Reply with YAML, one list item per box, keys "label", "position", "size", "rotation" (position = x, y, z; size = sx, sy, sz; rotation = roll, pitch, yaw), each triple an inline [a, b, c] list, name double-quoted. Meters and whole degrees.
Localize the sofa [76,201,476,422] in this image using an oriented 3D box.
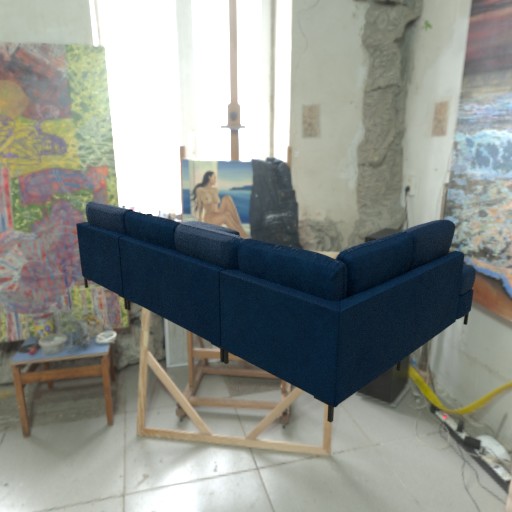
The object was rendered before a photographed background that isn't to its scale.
- label: "sofa"
  position: [0.000, 0.000, 4.329]
  size: [2.055, 0.992, 3.434]
  rotation: [-15, 22, -43]
